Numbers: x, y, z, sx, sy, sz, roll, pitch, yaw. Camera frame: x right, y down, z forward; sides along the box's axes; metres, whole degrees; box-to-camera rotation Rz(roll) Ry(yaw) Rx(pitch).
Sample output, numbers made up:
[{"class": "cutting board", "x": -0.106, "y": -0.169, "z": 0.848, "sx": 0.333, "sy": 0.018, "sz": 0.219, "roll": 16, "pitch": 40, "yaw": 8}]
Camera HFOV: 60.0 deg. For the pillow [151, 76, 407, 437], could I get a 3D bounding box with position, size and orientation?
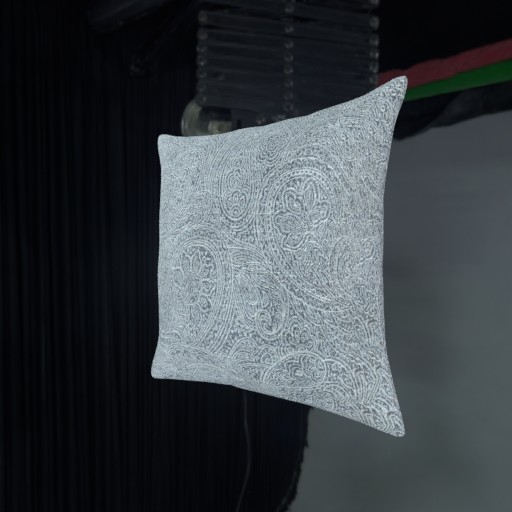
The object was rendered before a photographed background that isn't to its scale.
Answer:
[{"class": "pillow", "x": 0.000, "y": 0.000, "z": 0.777, "sx": 0.523, "sy": 0.510, "sz": 0.166, "roll": -1, "pitch": -1, "yaw": 36}]
